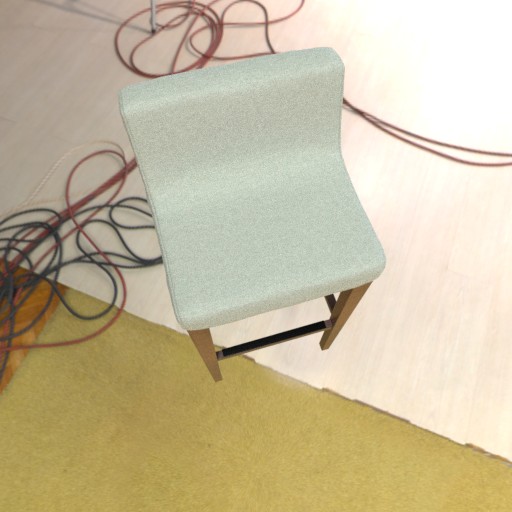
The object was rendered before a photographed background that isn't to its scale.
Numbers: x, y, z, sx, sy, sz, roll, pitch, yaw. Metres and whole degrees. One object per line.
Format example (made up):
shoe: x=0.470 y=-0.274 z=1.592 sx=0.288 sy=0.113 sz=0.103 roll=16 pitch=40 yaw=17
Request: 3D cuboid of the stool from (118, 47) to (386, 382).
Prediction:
stool: x=0.000 y=0.000 z=1.342 sx=0.511 sy=1.037 sz=0.500 roll=-15 pitch=65 yaw=-7
